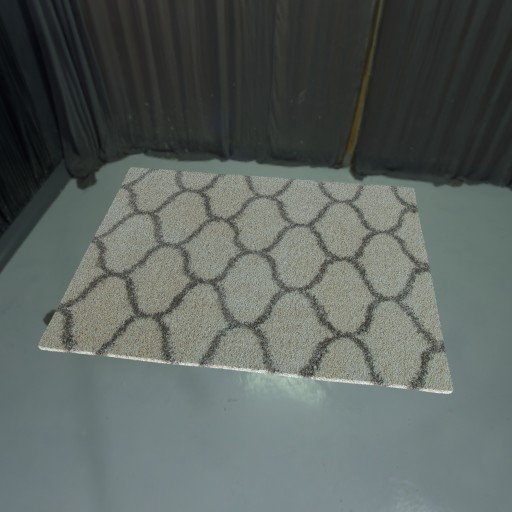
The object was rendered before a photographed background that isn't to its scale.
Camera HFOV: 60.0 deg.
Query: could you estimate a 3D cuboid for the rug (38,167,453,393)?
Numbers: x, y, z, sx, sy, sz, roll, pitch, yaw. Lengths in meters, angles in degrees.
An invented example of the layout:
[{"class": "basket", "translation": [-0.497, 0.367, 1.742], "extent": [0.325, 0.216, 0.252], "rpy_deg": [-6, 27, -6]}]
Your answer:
[{"class": "rug", "translation": [0.000, 0.000, 2.089], "extent": [1.600, 0.025, 1.200], "rpy_deg": [5, 47, 5]}]
